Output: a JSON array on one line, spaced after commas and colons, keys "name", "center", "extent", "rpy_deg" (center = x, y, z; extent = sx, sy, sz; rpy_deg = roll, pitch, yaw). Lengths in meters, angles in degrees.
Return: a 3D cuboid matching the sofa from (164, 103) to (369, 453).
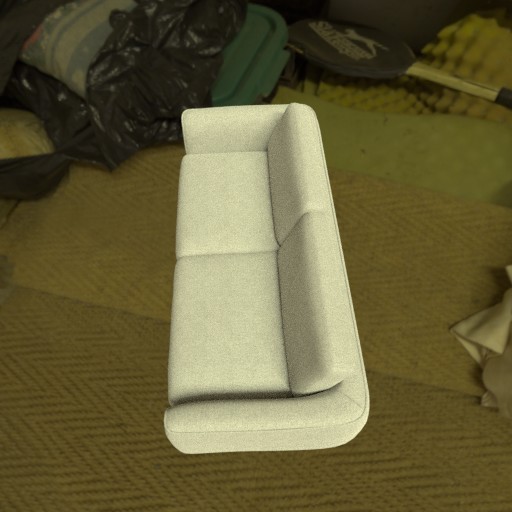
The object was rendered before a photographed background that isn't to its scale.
[{"name": "sofa", "center": [0.000, 0.000, 2.472], "extent": [0.920, 0.850, 2.000], "rpy_deg": [-2, 57, -2]}]
